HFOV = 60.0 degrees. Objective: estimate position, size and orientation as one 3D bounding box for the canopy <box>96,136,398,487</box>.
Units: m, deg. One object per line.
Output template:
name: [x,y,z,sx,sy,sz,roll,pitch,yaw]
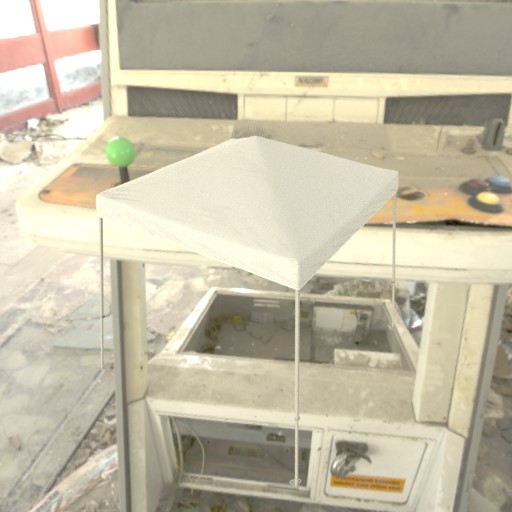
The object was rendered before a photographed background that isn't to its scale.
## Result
canopy: [0.000,0.000,6.615,3.600,3.600,3.599,19,36,28]
